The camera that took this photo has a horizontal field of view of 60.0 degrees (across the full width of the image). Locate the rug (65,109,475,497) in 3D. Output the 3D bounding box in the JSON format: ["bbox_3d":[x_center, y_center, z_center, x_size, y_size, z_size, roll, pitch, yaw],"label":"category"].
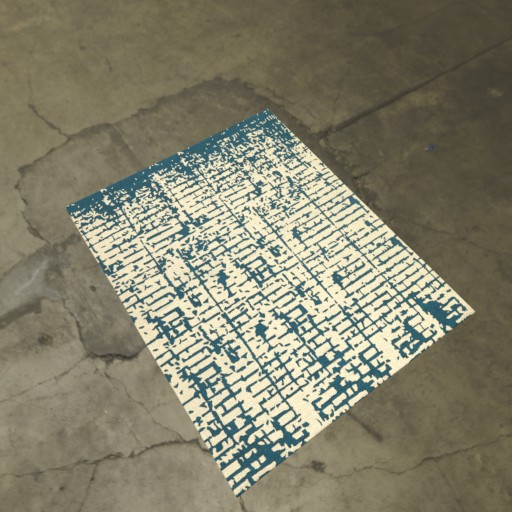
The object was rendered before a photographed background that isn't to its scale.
[{"bbox_3d":[0.000,0.000,4.020,2.416,0.014,3.017,-31,64,-17],"label":"rug"}]
